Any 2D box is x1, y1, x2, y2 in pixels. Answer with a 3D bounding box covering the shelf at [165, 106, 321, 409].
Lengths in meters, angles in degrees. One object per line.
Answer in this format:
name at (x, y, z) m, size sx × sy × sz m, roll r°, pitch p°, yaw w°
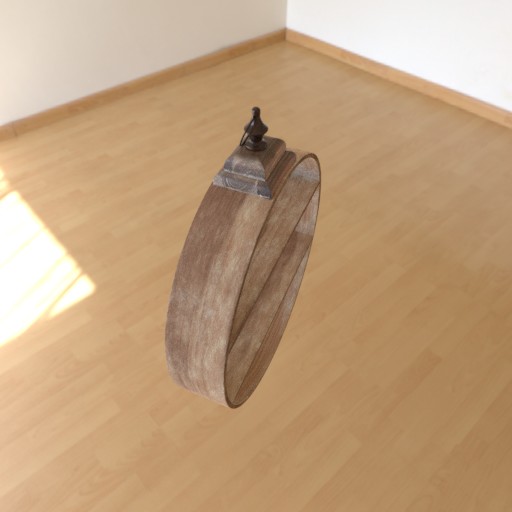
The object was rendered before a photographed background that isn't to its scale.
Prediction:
shelf at (0.000, 0.000, 1.006) m, size 0.125 × 0.725 × 0.601 m, roll 17°, pitch 49°, yaw 16°
